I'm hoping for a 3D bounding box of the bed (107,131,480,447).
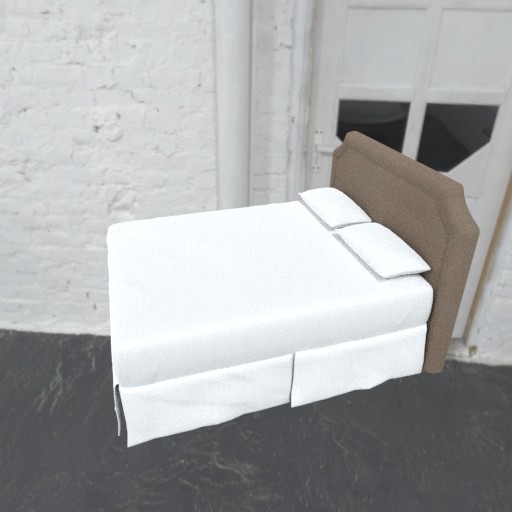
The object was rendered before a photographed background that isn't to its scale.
[{"bbox_3d":[0.000,0.000,3.096,2.116,1.290,1.693,-9,31,-15],"label":"bed"}]
